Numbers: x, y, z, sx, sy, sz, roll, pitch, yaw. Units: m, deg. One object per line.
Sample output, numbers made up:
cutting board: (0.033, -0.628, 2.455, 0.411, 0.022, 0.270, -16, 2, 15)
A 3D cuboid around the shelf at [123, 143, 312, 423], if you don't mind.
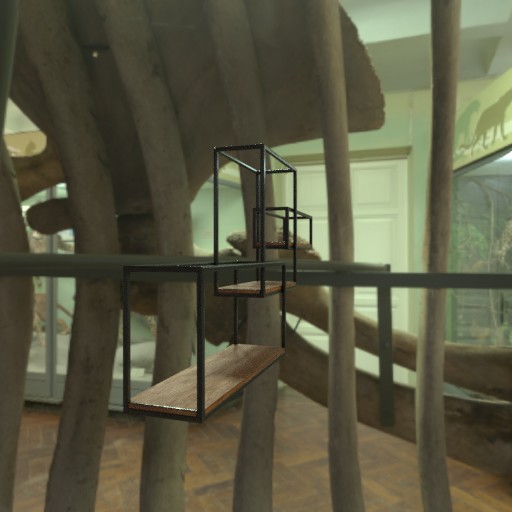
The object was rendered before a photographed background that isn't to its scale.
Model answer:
shelf: (0.000, 0.000, 2.178, 0.275, 0.972, 1.781, 0, 0, 19)
